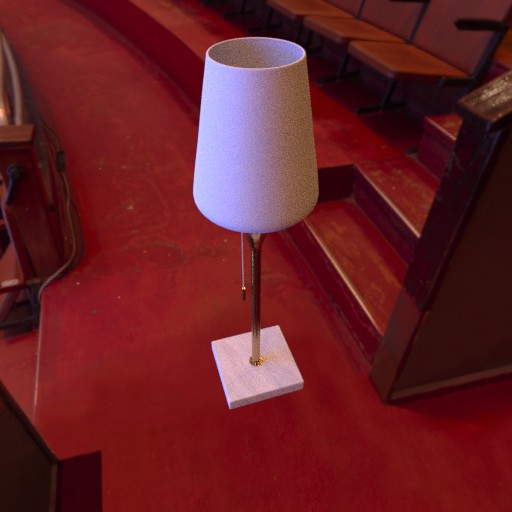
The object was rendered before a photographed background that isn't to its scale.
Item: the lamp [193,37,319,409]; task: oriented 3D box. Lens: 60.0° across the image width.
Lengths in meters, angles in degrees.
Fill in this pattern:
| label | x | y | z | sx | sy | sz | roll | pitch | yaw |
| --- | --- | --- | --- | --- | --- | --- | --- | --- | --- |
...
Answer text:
| label | x | y | z | sx | sy | sz | roll | pitch | yaw |
| --- | --- | --- | --- | --- | --- | --- | --- | --- | --- |
| lamp | 0.000 | 0.000 | 0.730 | 0.181 | 0.639 | 0.181 | -12 | 43 | -13 |
